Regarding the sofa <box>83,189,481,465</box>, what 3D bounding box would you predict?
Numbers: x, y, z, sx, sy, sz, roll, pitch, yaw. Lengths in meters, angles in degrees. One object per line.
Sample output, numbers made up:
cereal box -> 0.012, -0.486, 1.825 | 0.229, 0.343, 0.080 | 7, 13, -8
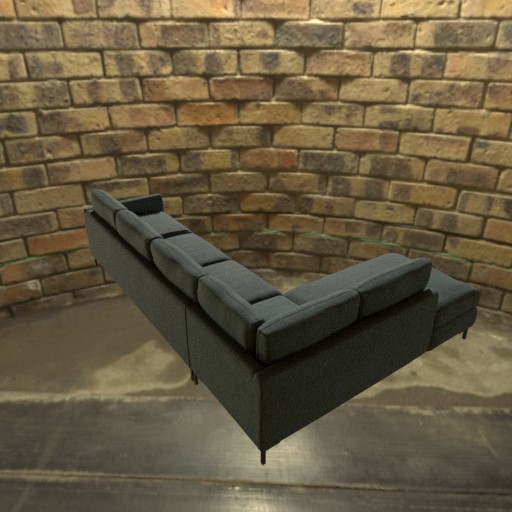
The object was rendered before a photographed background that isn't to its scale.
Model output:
sofa -> 0.000, 0.000, 3.781 | 2.007, 0.815, 2.949 | -18, 32, -31
